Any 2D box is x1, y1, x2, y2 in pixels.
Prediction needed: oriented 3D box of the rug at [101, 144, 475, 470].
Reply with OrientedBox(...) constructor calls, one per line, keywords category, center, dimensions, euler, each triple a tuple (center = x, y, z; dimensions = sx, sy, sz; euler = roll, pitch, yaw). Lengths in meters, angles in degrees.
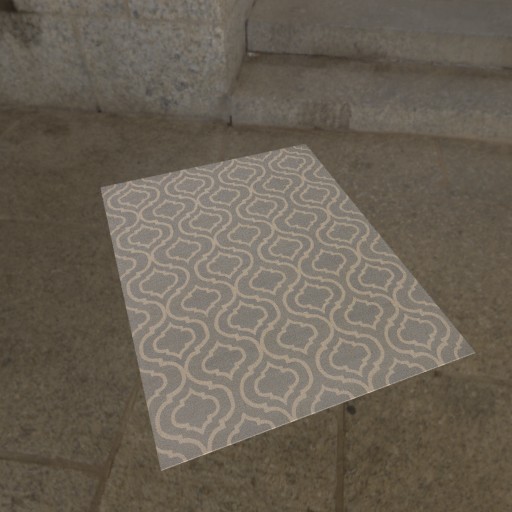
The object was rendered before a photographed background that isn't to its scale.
OrientedBox(category="rug", center=(0.000, 0.000, 3.840), dimensions=(2.283, 0.006, 2.892), euler=(-15, 48, -14))
